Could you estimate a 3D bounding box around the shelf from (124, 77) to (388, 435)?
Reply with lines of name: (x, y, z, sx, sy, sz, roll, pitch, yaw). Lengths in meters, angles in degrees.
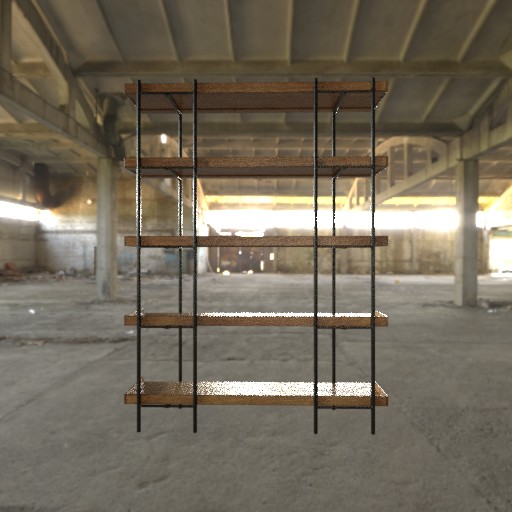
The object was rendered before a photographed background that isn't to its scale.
shelf: (0.000, 0.000, 2.468, 1.371, 1.826, 0.379, 0, 0, 1)
